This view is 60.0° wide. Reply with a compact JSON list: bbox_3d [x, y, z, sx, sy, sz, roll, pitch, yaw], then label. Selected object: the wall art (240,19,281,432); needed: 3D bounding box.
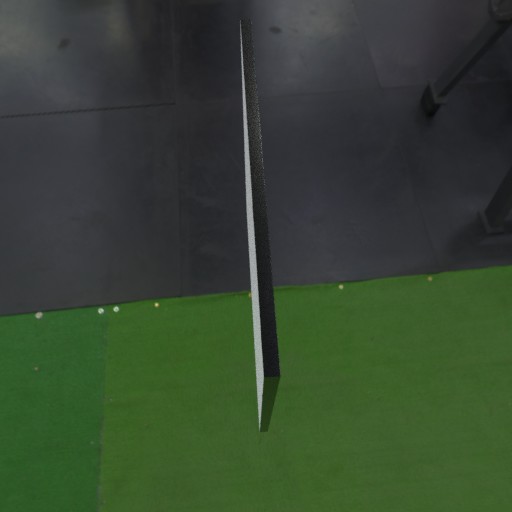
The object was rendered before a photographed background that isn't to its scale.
[{"bbox_3d":[0.000,0.000,0.656,0.014,0.445,0.446,-3,63,-2],"label":"wall art"}]
